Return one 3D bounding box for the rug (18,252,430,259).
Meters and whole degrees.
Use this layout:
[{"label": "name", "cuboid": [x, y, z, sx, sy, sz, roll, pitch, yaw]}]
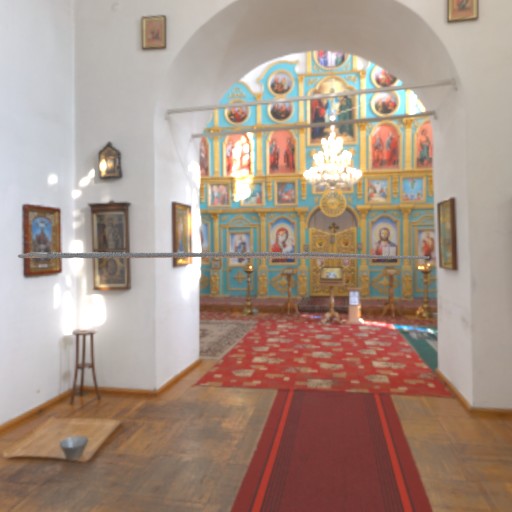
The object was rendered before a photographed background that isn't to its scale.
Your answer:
[{"label": "rug", "cuboid": [0.000, 0.000, 2.538, 2.341, 0.037, 0.675, 0, -1, -35]}]
